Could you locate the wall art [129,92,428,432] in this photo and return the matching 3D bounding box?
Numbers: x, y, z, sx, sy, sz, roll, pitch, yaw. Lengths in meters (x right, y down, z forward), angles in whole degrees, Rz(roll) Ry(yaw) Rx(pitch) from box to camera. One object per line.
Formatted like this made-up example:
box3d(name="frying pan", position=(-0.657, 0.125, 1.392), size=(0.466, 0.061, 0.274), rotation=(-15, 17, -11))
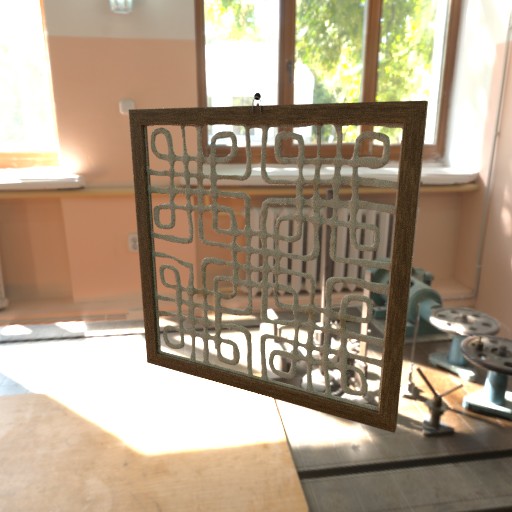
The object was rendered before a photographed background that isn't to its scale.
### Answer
box3d(name="wall art", position=(0.000, 0.000, 0.840), size=(0.561, 0.582, 0.021), rotation=(8, 17, 26))
